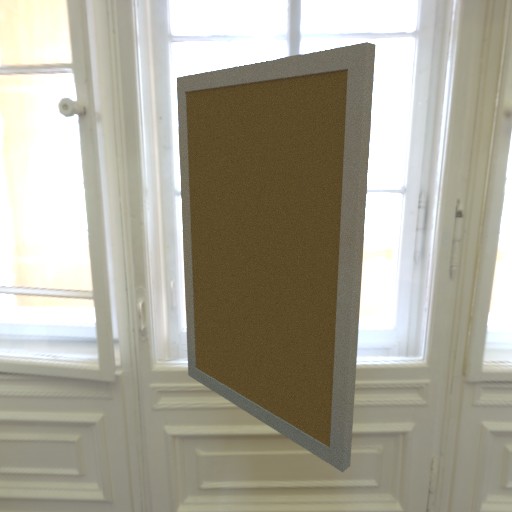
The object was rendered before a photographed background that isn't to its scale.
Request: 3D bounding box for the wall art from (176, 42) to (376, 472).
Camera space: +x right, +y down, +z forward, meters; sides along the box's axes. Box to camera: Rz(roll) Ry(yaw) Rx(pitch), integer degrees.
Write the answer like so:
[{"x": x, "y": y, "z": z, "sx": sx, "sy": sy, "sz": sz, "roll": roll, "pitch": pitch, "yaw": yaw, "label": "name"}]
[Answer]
[{"x": 0.000, "y": 0.000, "z": 1.419, "sx": 0.038, "sy": 1.143, "sz": 0.764, "roll": -13, "pitch": 19, "yaw": -42, "label": "wall art"}]
